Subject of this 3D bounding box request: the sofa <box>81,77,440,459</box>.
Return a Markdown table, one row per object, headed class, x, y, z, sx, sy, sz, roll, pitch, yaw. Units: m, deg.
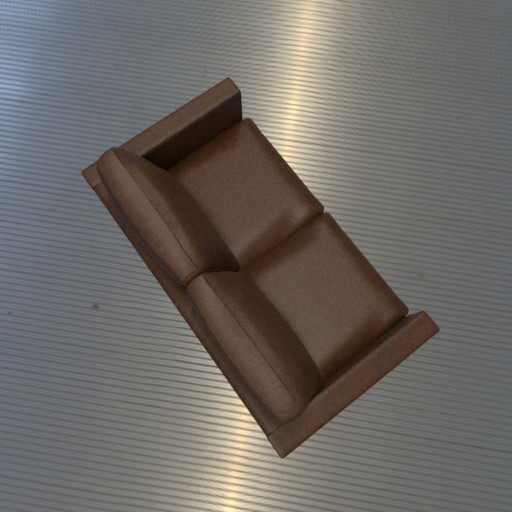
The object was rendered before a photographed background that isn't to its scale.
| class | x | y | z | sx | sy | sz | roll | pitch | yaw |
| --- | --- | --- | --- | --- | --- | --- | --- | --- | --- |
| sofa | 0.000 | 0.000 | 2.214 | 0.909 | 0.951 | 1.578 | -36 | 79 | -8 |
